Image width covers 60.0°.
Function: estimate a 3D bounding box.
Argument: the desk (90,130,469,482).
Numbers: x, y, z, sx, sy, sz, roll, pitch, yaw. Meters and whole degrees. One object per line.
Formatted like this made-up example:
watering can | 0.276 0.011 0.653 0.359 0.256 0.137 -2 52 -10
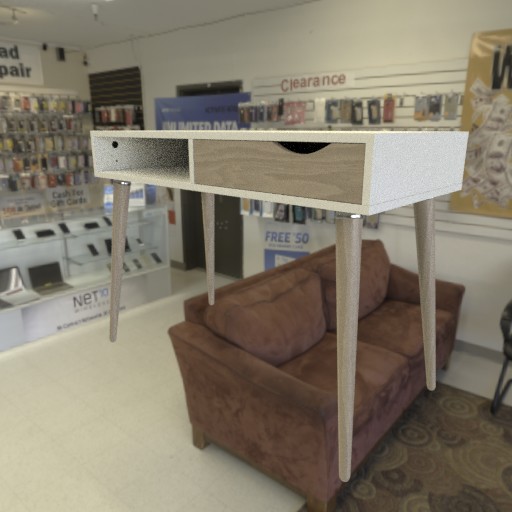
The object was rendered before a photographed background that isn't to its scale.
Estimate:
desk | 0.000 0.000 1.334 0.979 0.723 0.491 14 21 41
